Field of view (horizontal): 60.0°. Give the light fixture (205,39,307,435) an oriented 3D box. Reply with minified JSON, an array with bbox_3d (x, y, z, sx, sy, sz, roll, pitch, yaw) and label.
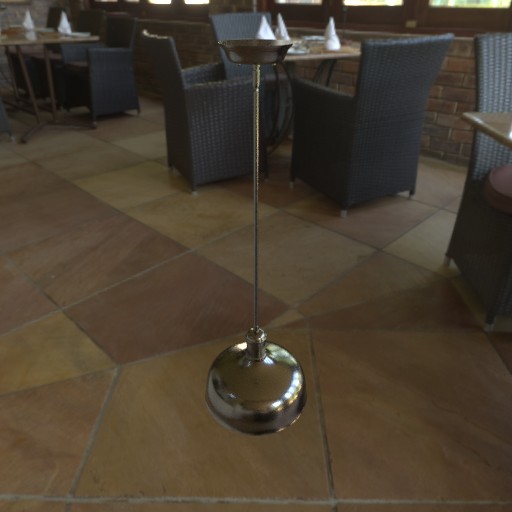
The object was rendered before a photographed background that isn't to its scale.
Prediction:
[{"bbox_3d":[0.000,0.000,1.073,0.299,0.935,0.299,2,30,3],"label":"light fixture"}]
